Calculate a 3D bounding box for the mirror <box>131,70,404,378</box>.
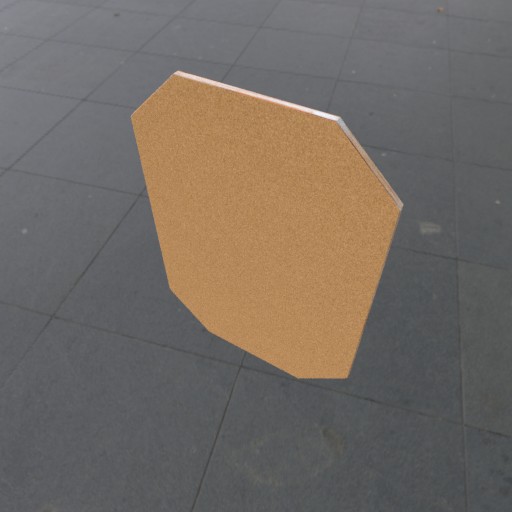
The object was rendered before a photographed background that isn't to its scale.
[{"bbox_3d":[0.000,0.000,1.291,0.709,1.015,0.061,24,52,20],"label":"mirror"}]
